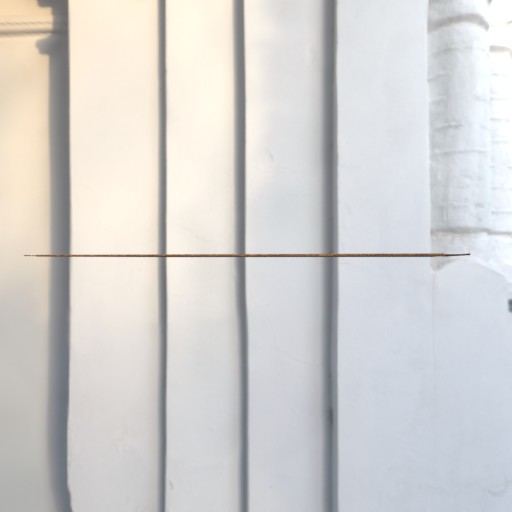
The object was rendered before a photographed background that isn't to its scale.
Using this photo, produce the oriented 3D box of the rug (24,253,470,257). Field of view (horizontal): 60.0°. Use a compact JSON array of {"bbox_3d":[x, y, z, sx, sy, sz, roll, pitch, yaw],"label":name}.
[{"bbox_3d":[0.000,0.000,2.961,2.434,0.010,1.516,0,0,20],"label":"rug"}]
